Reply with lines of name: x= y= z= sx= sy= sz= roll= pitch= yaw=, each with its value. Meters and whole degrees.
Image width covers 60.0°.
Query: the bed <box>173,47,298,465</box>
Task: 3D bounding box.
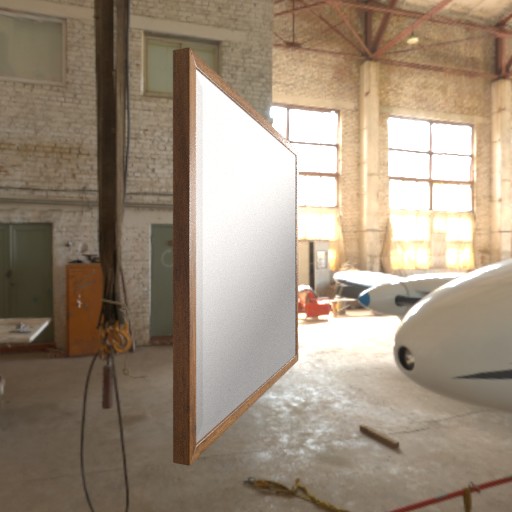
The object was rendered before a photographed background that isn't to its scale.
bed: x=0.000 y=0.000 z=1.493 sx=0.043 sy=0.940 sz=1.041 roll=0 pitch=0 yaw=19
